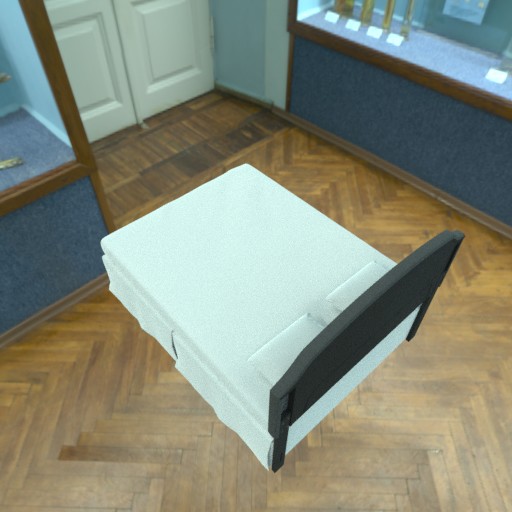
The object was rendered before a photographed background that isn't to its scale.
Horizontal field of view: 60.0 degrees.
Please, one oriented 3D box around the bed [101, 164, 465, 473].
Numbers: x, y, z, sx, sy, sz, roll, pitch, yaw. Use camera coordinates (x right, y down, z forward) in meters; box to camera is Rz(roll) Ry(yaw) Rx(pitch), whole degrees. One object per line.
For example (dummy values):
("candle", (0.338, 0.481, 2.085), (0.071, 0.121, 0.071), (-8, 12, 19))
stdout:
("bed", (0.000, 0.000, 3.079), (1.558, 1.270, 1.999), (-33, 56, -27))
